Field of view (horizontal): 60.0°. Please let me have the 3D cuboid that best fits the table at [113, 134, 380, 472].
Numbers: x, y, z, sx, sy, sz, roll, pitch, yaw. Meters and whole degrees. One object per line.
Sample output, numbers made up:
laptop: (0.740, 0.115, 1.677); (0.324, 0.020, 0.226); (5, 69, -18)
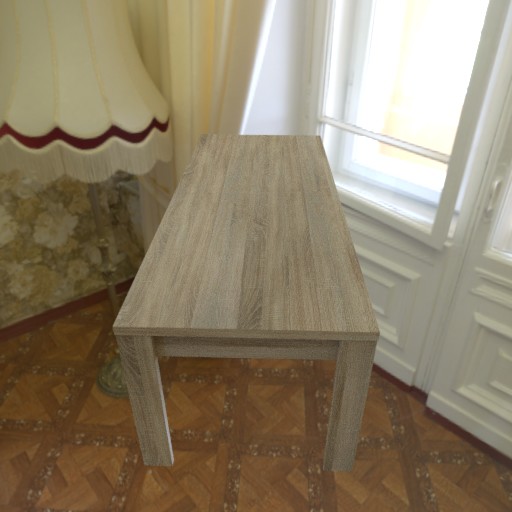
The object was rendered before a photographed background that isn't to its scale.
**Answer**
table: (0.000, 0.000, 2.630); (0.900, 0.790, 2.200); (1, 32, 2)
